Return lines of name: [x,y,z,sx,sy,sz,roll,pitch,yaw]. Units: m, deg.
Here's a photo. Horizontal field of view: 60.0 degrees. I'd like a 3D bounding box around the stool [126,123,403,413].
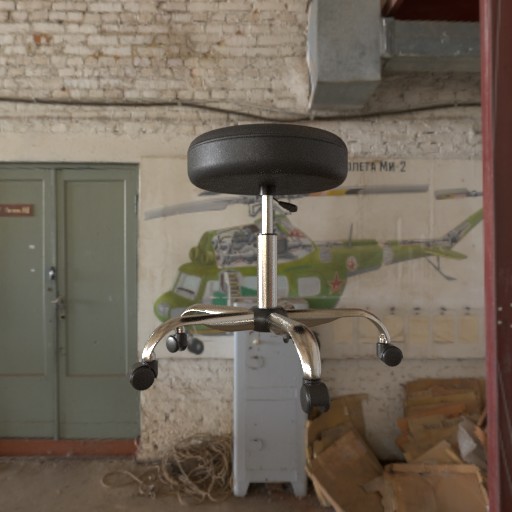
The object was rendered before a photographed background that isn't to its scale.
stool: [0.000,0.000,1.160,0.638,0.576,0.673,0,0,35]
